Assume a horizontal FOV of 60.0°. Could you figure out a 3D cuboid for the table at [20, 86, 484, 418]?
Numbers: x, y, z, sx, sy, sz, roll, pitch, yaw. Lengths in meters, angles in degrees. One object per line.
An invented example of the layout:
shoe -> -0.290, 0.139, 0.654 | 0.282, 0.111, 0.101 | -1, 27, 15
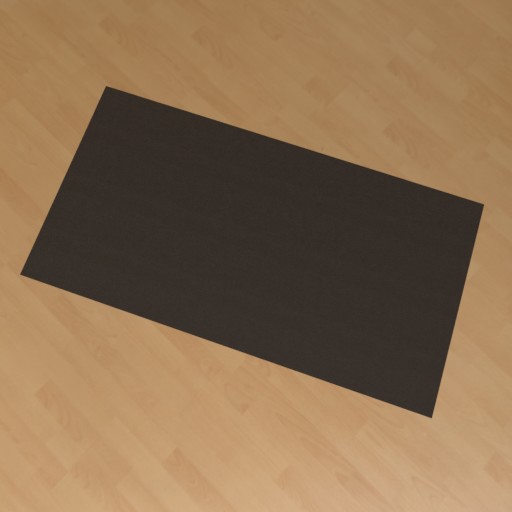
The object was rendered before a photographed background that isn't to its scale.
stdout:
table -> 0.000, 0.000, 1.378 | 1.095, 0.435, 0.574 | 18, 79, 4
